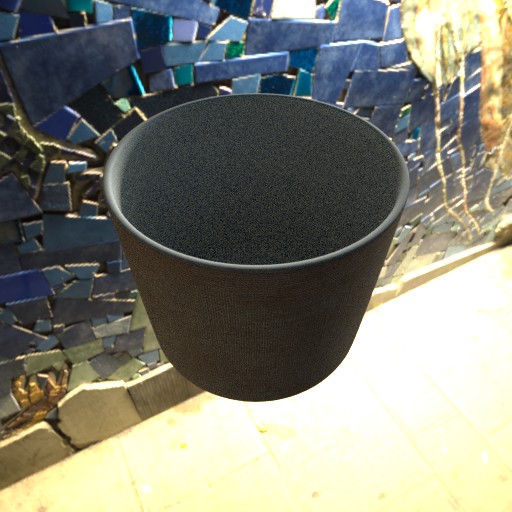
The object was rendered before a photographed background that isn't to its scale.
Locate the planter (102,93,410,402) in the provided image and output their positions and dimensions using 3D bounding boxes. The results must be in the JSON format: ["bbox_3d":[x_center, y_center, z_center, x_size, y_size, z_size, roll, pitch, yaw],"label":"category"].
[{"bbox_3d":[0.000,0.000,0.792,0.440,0.398,0.440,0,45,0],"label":"planter"}]
